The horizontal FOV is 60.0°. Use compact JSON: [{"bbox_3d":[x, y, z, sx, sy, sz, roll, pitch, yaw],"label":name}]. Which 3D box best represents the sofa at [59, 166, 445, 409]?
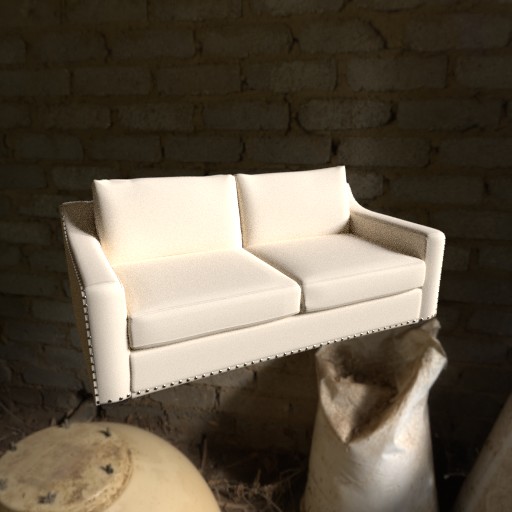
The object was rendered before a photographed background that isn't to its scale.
[{"bbox_3d":[0.000,0.000,2.356,1.812,0.830,0.949,-8,19,-25],"label":"sofa"}]
